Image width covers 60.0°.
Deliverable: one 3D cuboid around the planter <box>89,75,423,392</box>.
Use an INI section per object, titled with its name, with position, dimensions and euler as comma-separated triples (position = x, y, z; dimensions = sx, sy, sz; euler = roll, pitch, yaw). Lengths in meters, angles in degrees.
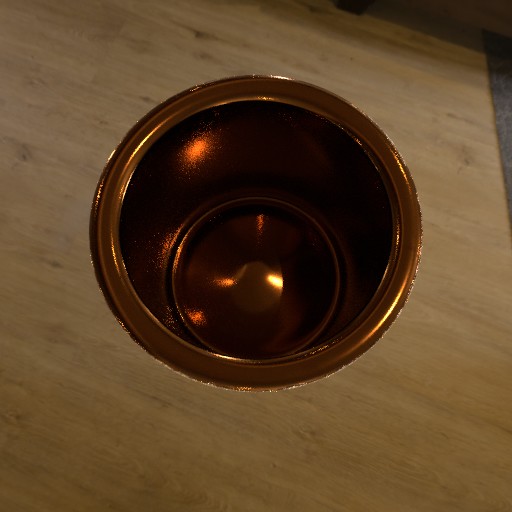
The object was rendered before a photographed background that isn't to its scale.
[planter]
position = 0.000, 0.000, 0.305
dimensions = 0.177, 0.157, 0.177
euler = 0, 75, 0
